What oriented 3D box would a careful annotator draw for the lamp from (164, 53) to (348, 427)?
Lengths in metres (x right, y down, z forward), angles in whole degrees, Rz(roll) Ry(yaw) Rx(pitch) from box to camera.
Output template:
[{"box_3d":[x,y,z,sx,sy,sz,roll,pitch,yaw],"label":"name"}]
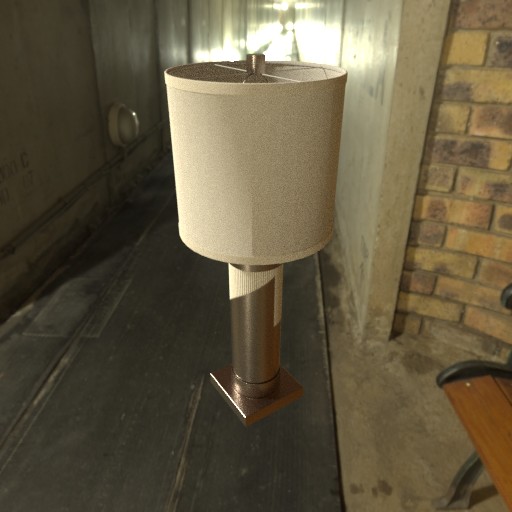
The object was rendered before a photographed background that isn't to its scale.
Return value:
[{"box_3d":[0.000,0.000,0.613,0.202,0.509,0.202,-18,34,-29],"label":"lamp"}]
